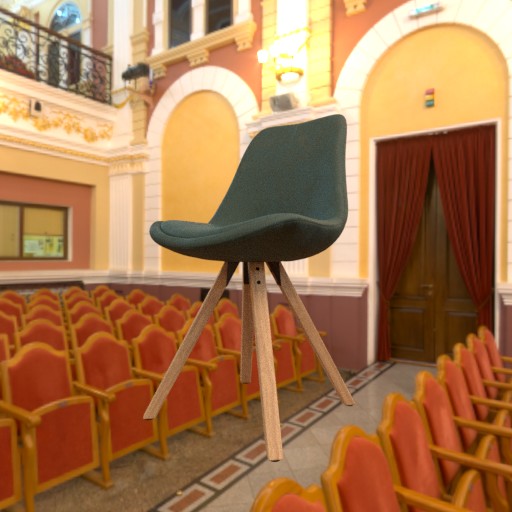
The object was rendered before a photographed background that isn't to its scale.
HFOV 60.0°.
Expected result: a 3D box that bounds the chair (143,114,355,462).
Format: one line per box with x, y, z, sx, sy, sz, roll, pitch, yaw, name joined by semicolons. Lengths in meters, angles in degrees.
0.000;0.000;1.230;0.483;0.865;0.547;0;1;36;chair
